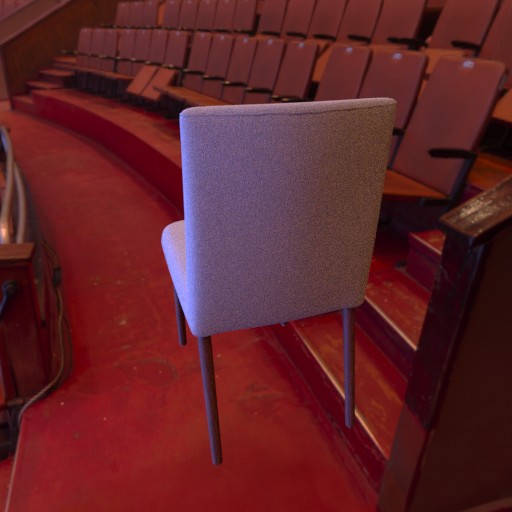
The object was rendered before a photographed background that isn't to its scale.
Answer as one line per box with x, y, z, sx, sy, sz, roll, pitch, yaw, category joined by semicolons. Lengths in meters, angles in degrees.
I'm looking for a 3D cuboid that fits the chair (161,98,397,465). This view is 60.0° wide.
0.000;0.000;1.193;0.456;0.859;0.570;-9;28;-16;chair
